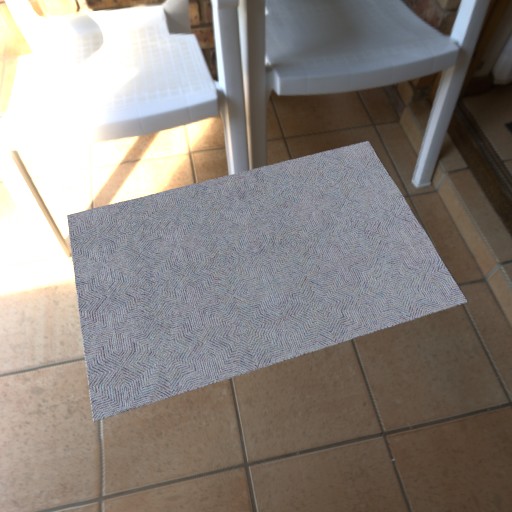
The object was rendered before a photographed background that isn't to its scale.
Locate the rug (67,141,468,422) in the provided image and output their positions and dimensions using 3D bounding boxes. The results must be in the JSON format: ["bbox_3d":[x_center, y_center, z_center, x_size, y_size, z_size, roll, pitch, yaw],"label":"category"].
[{"bbox_3d":[0.000,0.000,3.069,2.428,0.007,1.519,-16,61,-9],"label":"rug"}]
